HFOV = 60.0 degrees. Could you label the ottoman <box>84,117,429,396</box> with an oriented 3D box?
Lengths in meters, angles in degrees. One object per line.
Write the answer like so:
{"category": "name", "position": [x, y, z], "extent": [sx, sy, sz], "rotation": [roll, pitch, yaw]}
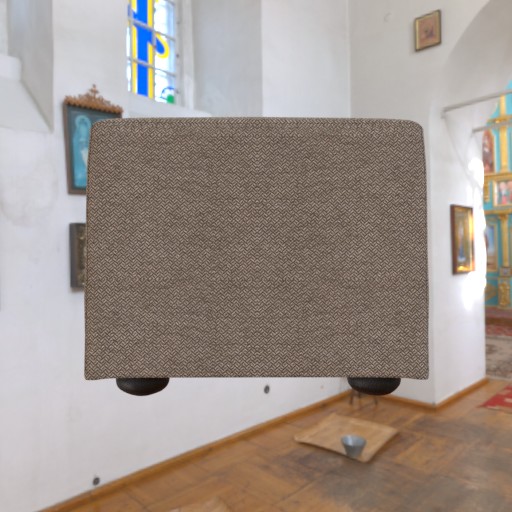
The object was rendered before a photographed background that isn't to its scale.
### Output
{"category": "ottoman", "position": [0.000, 0.000, 0.902], "extent": [0.519, 0.453, 0.512], "rotation": [0, -2, 0]}
